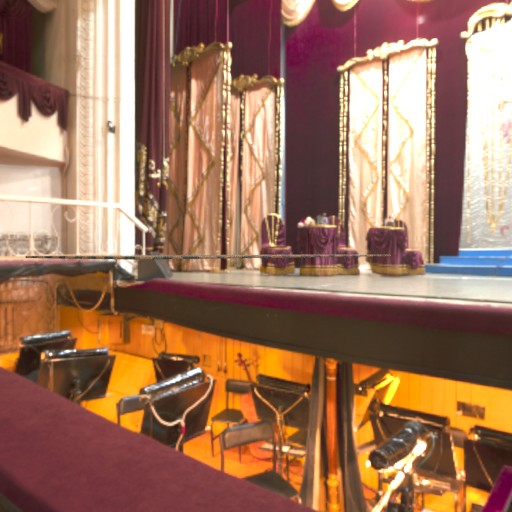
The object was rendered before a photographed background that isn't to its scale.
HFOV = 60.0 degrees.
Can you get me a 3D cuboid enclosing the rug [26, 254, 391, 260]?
[{"bbox_3d":[0.000,0.000,1.691,0.503,0.007,1.492,0,0,37],"label":"rug"}]
